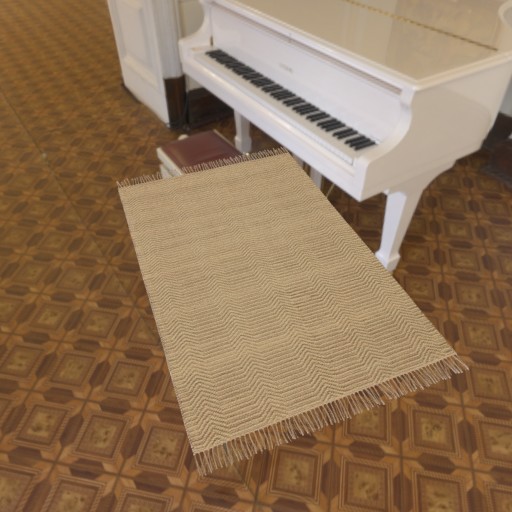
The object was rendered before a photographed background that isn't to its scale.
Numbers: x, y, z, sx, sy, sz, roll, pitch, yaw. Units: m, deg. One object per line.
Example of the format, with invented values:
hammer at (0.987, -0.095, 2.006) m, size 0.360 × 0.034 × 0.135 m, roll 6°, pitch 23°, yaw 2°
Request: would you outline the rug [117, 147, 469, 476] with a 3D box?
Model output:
rug at (0.000, 0.000, 2.439) m, size 1.224 × 0.027 × 2.021 m, roll -15°, pitch 46°, yaw -15°
